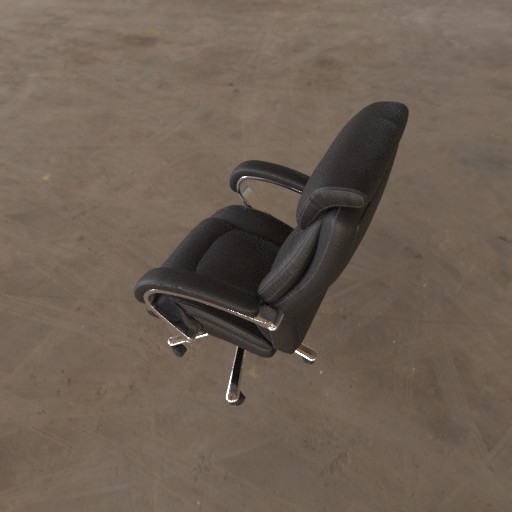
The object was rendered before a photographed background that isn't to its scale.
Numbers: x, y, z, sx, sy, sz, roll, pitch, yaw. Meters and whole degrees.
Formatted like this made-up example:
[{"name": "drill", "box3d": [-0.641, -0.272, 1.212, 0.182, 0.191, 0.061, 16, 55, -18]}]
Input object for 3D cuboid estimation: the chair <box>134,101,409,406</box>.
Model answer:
[{"name": "chair", "box3d": [0.000, 0.000, 1.668, 0.790, 1.183, 0.755, 19, 49, 17]}]
